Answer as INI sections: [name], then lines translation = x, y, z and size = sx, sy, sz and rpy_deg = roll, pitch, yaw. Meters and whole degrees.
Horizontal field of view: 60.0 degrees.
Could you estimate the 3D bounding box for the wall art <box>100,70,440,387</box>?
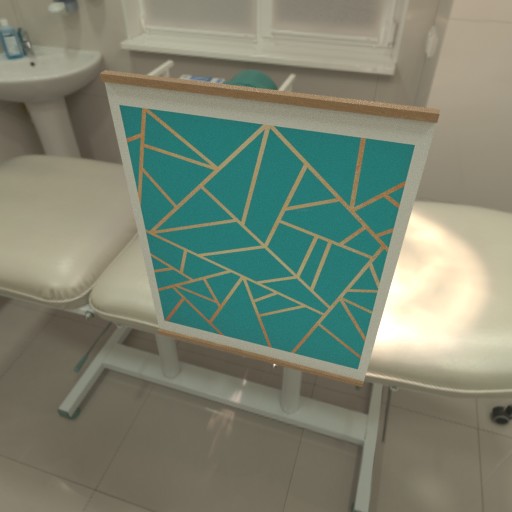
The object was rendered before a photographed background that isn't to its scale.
[wall art]
translation = 0.000, 0.000, 0.678
size = 0.405, 0.508, 0.012
rpy_deg = 12, 42, 13
